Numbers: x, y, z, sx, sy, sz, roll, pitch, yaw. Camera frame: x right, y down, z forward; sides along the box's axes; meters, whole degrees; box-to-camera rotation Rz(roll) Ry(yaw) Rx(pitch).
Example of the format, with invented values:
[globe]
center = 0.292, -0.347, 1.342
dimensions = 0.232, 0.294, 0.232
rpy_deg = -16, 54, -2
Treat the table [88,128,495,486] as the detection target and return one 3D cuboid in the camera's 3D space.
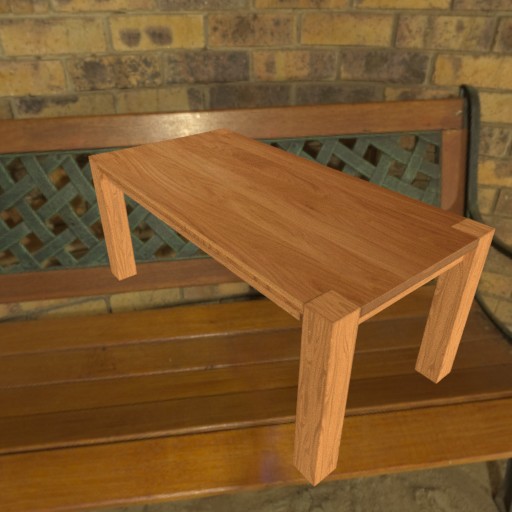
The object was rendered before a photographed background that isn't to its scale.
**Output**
[table]
center = 0.000, 0.000, 2.246
dimensions = 0.900, 0.760, 1.800
rpy_deg = -22, 38, -32
